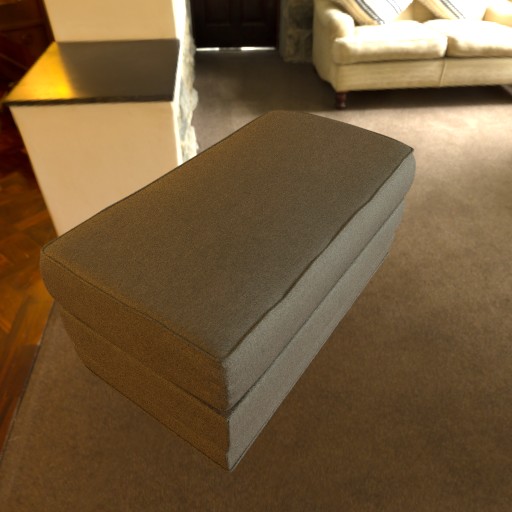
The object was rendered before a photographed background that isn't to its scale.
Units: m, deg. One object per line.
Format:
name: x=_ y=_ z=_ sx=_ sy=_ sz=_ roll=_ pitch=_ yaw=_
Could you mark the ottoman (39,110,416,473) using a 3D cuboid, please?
ottoman: x=0.000 y=0.000 z=1.131 sx=0.490 sy=0.448 sz=0.864 roll=25 pitch=47 yaw=26
